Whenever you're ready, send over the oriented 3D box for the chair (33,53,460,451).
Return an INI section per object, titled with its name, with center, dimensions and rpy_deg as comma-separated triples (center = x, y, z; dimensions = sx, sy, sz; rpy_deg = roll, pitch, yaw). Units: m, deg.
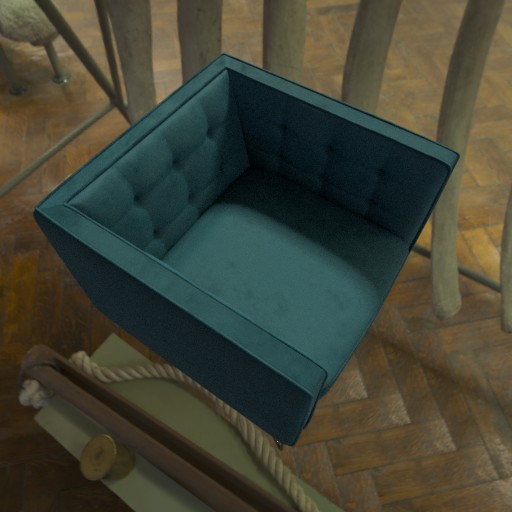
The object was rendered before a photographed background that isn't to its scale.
[chair]
center = 0.000, 0.000, 1.543
dimensions = 0.894, 0.790, 0.880
rpy_deg = 30, 62, 18
